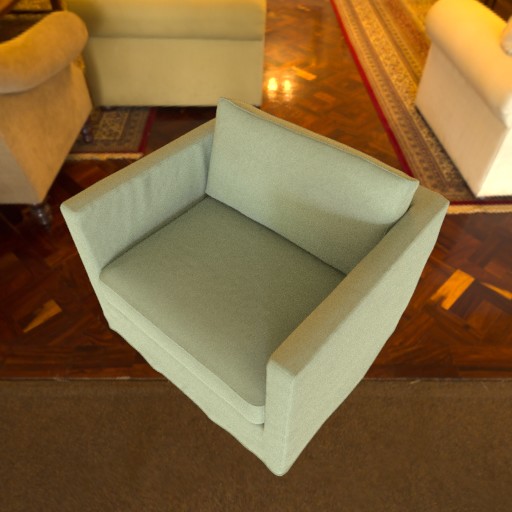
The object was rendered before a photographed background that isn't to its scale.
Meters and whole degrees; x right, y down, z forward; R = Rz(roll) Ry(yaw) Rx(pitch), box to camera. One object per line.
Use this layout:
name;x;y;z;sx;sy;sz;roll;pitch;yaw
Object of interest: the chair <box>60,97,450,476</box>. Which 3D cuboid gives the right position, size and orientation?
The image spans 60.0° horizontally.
chair;0.000;0.000;1.735;1.057;0.863;0.949;32;54;27
